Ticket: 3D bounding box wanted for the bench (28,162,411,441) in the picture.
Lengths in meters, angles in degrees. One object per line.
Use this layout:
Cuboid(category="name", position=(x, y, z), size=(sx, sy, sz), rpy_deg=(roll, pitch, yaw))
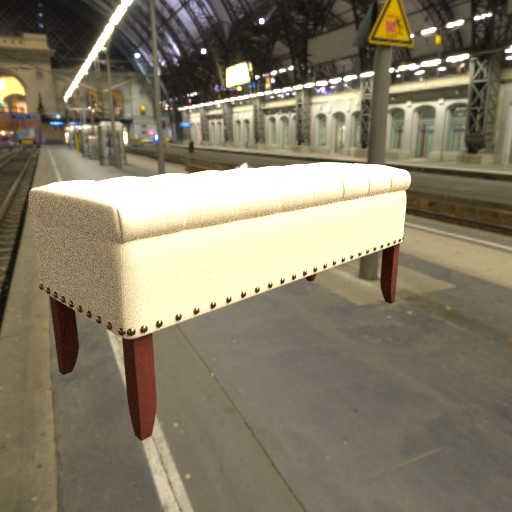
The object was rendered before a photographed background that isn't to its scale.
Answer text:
Cuboid(category="bench", position=(0.000, 0.000, 1.249), size=(0.400, 0.470, 1.054), rpy_deg=(14, 21, 42))
